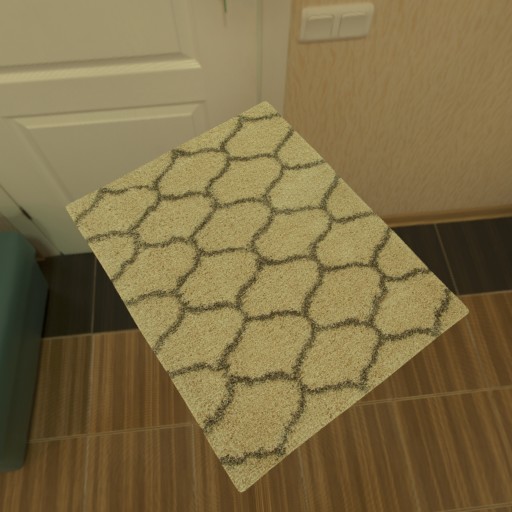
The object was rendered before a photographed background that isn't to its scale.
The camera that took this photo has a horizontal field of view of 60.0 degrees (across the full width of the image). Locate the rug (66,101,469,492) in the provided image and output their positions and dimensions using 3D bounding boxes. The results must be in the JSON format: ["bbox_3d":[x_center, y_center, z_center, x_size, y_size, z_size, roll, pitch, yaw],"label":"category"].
[{"bbox_3d":[0.000,0.000,4.044,2.399,0.026,3.000,-32,68,-15],"label":"rug"}]
